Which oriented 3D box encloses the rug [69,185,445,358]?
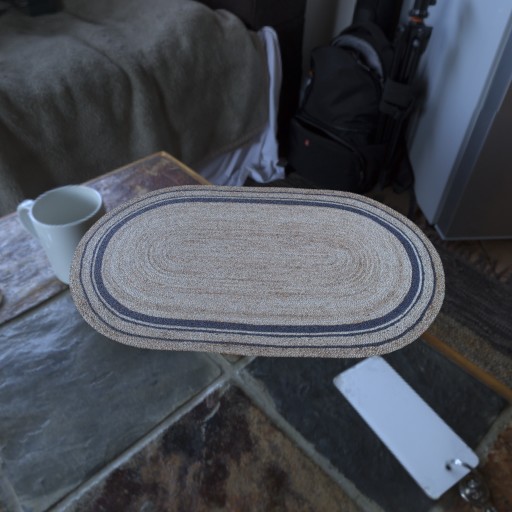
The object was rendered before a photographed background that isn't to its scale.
[{"bbox_3d":[0.000,0.000,2.945,2.432,0.006,1.520,2,46,2],"label":"rug"}]
